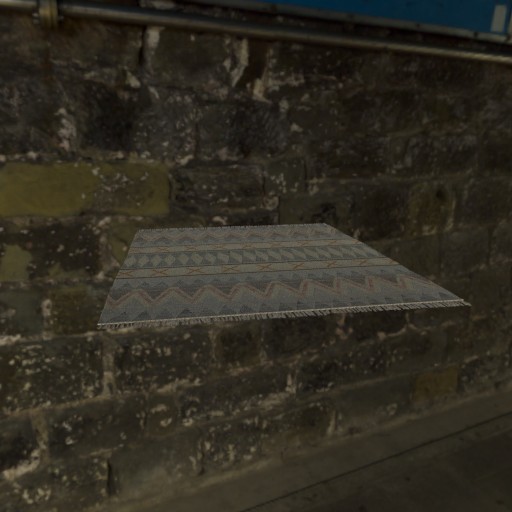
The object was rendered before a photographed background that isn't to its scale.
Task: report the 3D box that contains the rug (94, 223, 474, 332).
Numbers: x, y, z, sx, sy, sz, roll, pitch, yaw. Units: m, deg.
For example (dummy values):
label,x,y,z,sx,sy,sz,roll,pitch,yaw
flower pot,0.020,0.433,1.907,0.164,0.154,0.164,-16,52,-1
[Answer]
label,x,y,z,sx,sy,sz,roll,pitch,yaw
rug,0.000,0.000,4.088,2.371,0.012,3.000,-3,15,-10
